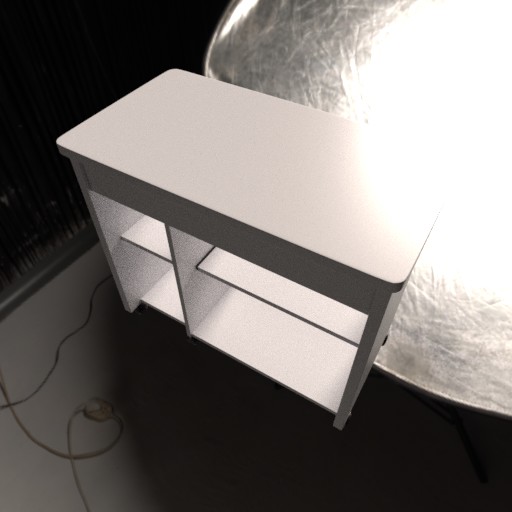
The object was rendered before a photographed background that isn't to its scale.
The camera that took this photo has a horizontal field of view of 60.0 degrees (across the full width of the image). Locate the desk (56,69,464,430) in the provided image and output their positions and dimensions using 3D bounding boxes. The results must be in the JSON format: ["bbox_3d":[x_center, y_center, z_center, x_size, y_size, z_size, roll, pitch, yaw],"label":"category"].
[{"bbox_3d":[0.000,0.000,1.336,0.877,0.763,0.475,24,52,20],"label":"desk"}]
